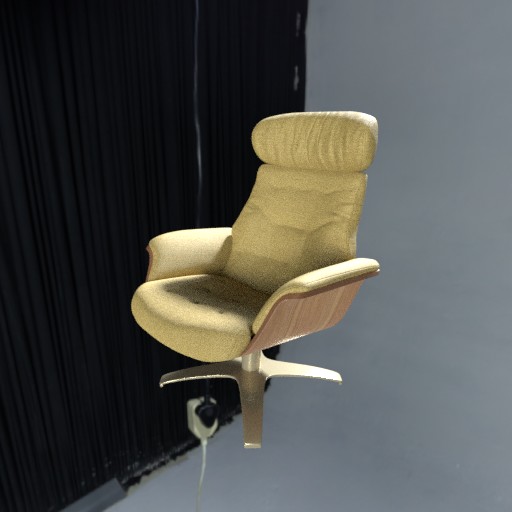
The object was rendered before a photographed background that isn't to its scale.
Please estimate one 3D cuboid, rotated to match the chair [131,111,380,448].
[{"bbox_3d":[0.000,0.000,1.588,0.785,0.995,0.837,16,23,42],"label":"chair"}]
